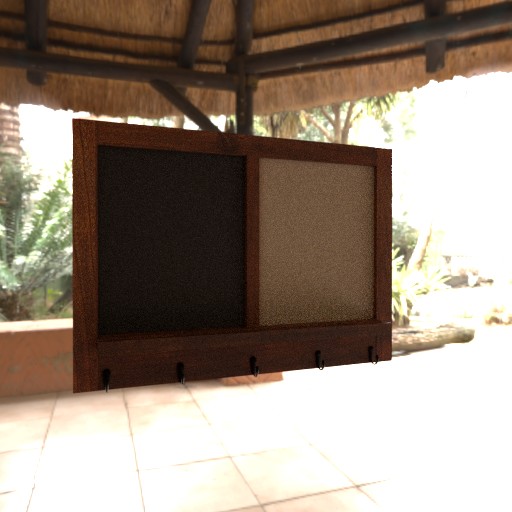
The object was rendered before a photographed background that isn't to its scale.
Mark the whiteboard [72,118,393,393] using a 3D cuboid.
[{"bbox_3d":[0.000,0.000,1.002,0.768,0.553,0.083,0,1,-20],"label":"whiteboard"}]
